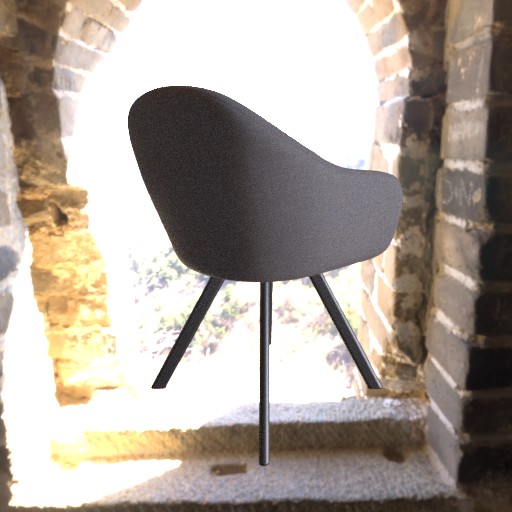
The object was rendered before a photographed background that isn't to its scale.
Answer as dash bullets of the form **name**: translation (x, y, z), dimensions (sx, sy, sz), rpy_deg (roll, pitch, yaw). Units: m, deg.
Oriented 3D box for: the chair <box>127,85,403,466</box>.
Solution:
- **chair**: translation (0.000, 0.000, 1.148), dimensions (0.570, 0.780, 0.540), rpy_deg (-12, 17, -43)
